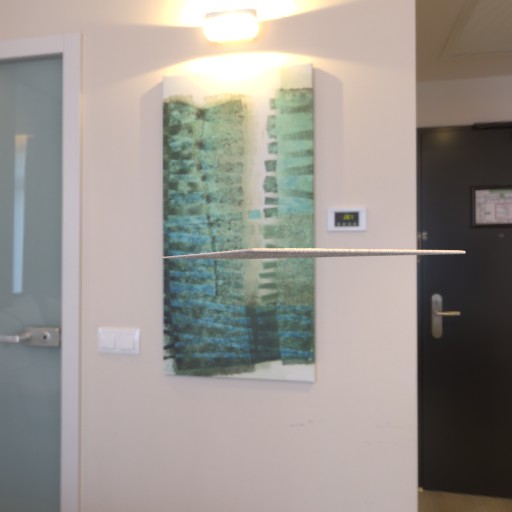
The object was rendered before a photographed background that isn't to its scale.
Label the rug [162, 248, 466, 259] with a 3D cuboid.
[{"bbox_3d":[0.000,0.000,2.699,0.855,0.017,2.452,0,-1,-19],"label":"rug"}]
